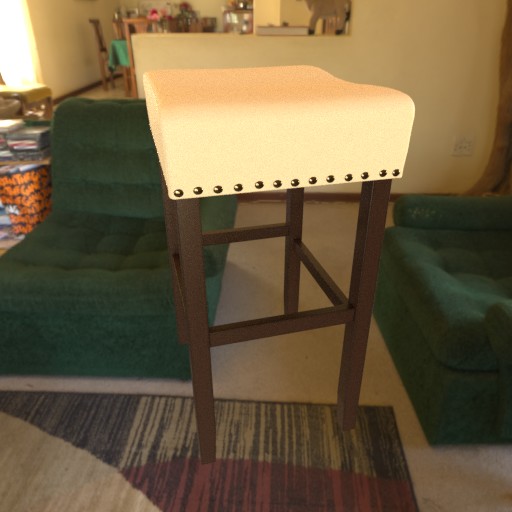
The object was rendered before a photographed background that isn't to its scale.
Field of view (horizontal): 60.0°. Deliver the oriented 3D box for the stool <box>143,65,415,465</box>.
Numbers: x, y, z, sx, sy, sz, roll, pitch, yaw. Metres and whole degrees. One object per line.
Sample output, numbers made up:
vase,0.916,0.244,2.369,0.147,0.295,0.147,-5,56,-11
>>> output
stool,0.000,0.000,1.015,0.401,0.762,0.471,-8,30,-13
